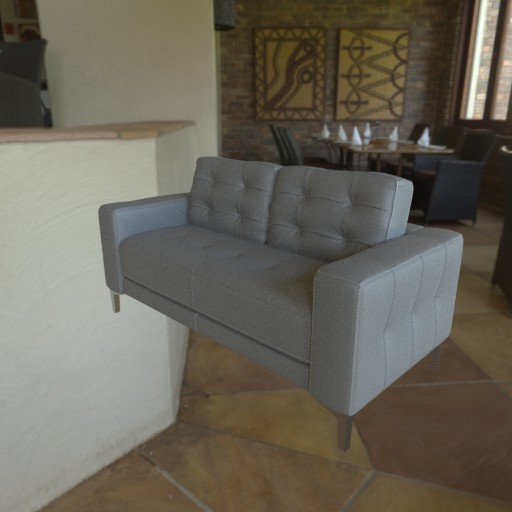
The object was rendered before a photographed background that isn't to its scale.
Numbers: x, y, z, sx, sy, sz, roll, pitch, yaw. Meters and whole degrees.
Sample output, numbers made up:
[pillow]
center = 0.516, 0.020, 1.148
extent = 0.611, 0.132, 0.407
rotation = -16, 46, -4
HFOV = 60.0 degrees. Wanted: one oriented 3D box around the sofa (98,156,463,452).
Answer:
[sofa]
center = 0.000, 0.000, 2.223
extent = 1.726, 0.893, 0.833
rotation = 17, 24, 42
